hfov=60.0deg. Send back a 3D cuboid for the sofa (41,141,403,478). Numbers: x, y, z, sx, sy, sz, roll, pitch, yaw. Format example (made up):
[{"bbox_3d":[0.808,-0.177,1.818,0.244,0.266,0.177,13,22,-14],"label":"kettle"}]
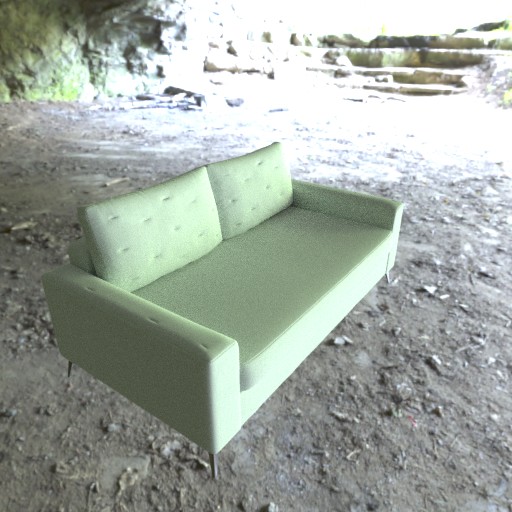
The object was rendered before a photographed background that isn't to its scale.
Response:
[{"bbox_3d":[0.000,0.000,2.140,0.920,0.790,1.650,18,32,31],"label":"sofa"}]
